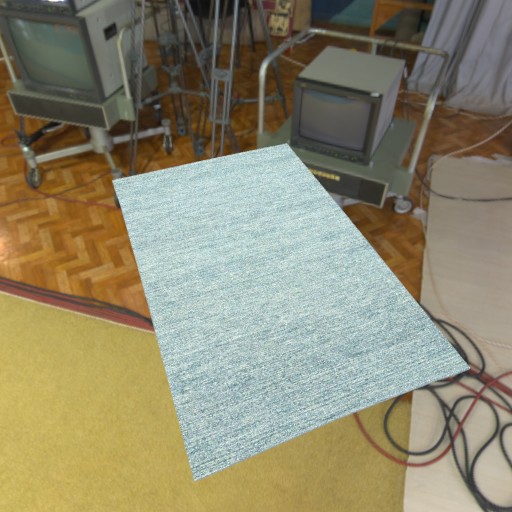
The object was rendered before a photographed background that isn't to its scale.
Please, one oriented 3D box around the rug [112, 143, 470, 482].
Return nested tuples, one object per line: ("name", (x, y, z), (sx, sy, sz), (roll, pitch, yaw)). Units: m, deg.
("rug", (0.000, 0.000, 2.261), (1.174, 0.022, 1.853), (-15, 48, -15))
